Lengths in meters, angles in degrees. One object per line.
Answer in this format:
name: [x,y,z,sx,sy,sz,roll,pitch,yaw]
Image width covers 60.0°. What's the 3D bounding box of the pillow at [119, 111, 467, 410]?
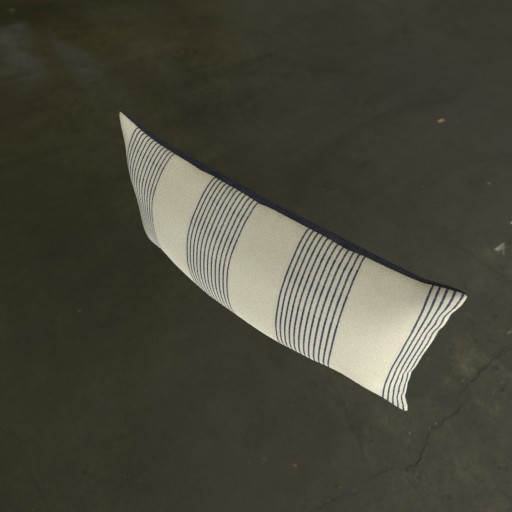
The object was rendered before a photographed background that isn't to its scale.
pillow: [0.000,0.000,0.716,0.610,0.287,0.151,32,54,26]
